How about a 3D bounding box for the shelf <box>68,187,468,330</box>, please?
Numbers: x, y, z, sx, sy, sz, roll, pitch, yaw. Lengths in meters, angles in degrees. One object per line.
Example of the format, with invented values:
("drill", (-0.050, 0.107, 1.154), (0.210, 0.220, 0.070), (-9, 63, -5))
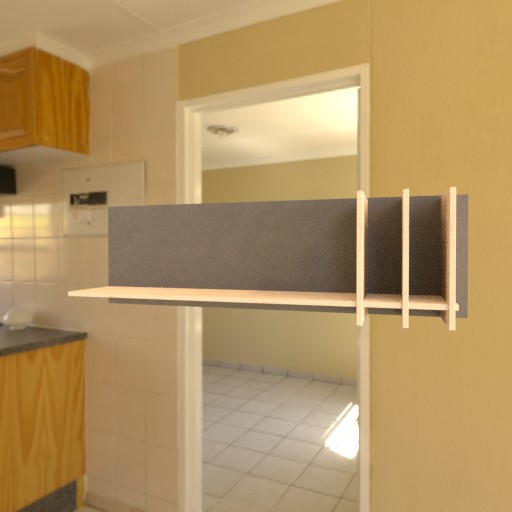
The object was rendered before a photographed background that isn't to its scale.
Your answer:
("shelf", (0.000, 0.000, 1.142), (1.020, 0.300, 0.200), (0, 1, 18))
